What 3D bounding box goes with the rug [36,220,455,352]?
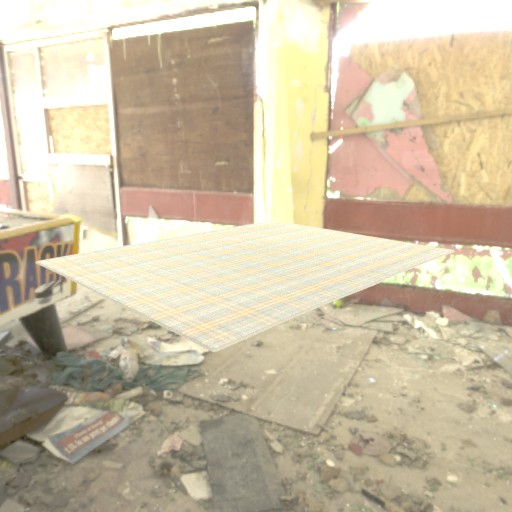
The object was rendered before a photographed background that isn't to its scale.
[{"bbox_3d":[0.000,0.000,4.115,2.462,0.030,3.066,14,20,43],"label":"rug"}]
